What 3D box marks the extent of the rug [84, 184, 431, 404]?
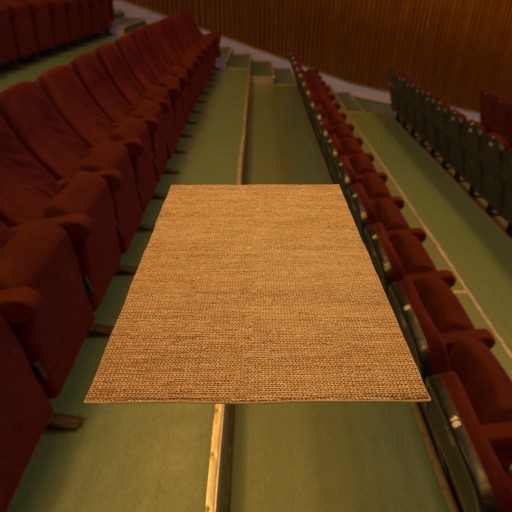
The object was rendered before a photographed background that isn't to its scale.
[{"bbox_3d":[0.000,0.000,2.970,1.521,0.034,2.438,0,32,0],"label":"rug"}]
